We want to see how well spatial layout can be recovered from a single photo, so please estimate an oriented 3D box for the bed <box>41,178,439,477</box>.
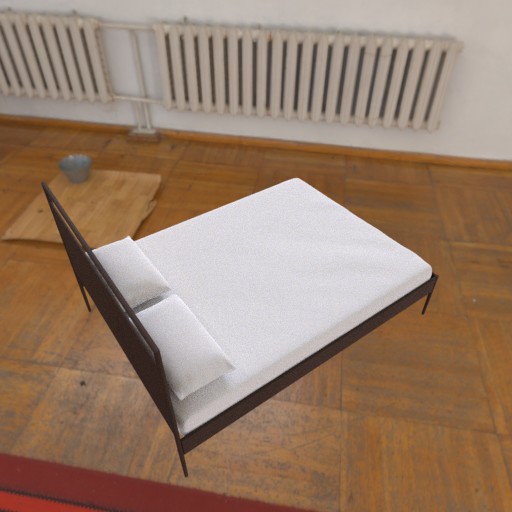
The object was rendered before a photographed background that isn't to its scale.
[{"bbox_3d":[0.000,0.000,3.086,2.122,1.173,1.572,-25,47,-26],"label":"bed"}]
